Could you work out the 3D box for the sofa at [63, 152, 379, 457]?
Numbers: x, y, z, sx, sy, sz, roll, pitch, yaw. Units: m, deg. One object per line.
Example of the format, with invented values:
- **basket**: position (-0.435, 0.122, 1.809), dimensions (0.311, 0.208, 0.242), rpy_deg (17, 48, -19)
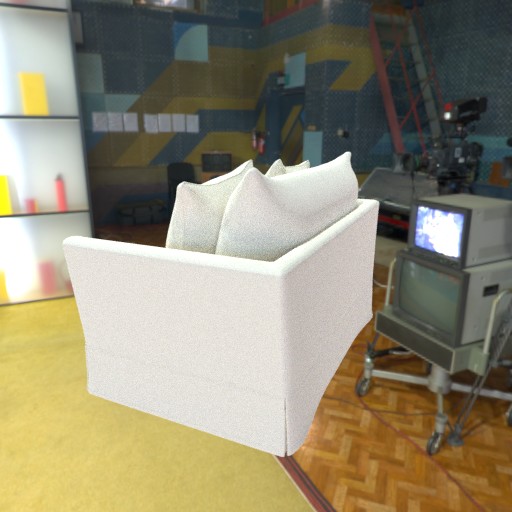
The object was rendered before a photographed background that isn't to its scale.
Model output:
- **sofa**: position (0.000, 0.000, 2.333), dimensions (1.026, 1.039, 1.608), rpy_deg (7, 18, 24)
